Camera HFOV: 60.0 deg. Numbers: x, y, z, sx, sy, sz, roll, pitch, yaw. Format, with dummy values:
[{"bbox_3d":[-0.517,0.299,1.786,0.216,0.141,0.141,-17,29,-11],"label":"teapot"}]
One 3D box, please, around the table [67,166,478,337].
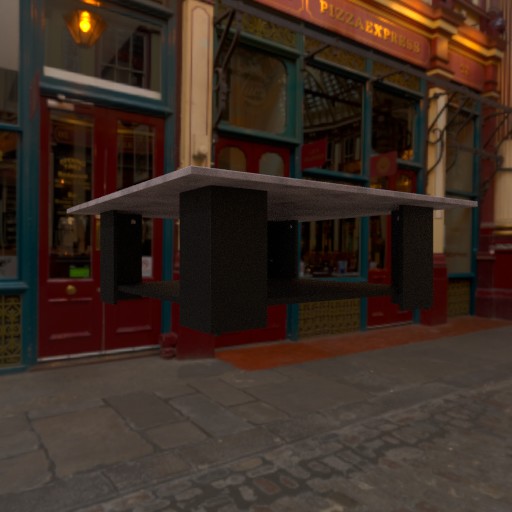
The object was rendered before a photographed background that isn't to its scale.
[{"bbox_3d":[0.000,0.000,1.348,0.890,0.305,0.890,0,0,-35],"label":"table"}]
